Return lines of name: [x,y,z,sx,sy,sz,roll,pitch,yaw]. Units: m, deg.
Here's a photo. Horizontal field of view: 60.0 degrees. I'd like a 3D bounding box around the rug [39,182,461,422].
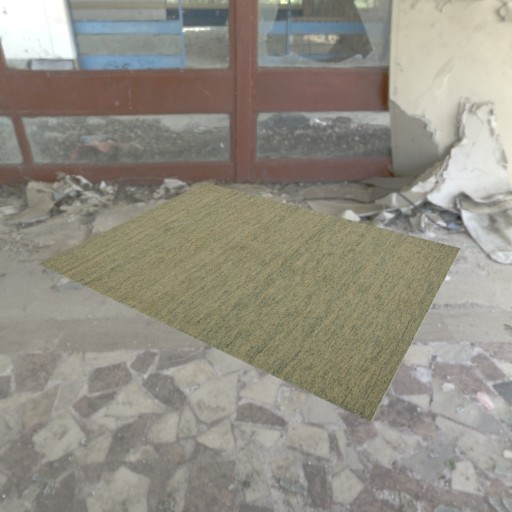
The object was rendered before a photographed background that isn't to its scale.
rug: [0.000,0.000,4.221,3.201,0.014,2.437,18,35,28]
